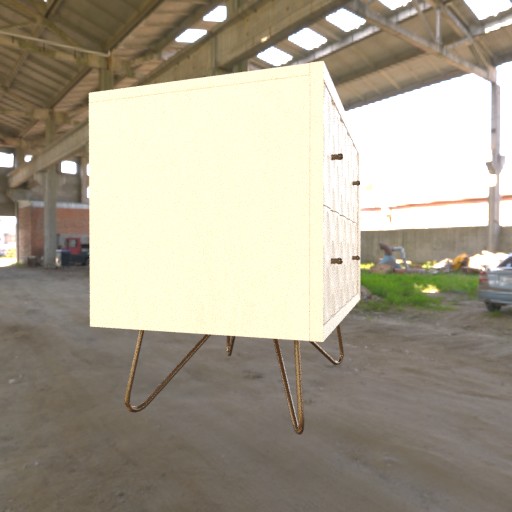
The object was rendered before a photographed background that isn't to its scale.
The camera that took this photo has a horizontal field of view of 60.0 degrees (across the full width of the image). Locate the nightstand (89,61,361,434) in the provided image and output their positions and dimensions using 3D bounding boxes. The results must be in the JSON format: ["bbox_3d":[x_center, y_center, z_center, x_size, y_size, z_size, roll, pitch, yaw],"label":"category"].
[{"bbox_3d":[0.000,0.000,1.037,0.447,0.604,0.614,0,1,18],"label":"nightstand"}]
